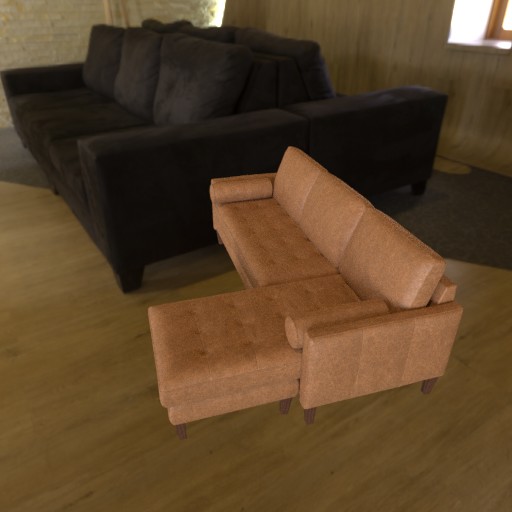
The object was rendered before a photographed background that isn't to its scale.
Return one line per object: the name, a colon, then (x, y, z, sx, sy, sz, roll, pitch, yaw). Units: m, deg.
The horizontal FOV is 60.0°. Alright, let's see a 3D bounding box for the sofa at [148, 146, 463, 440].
sofa: (0.000, 0.000, 2.979, 1.506, 0.876, 2.178, -9, 31, -14)
